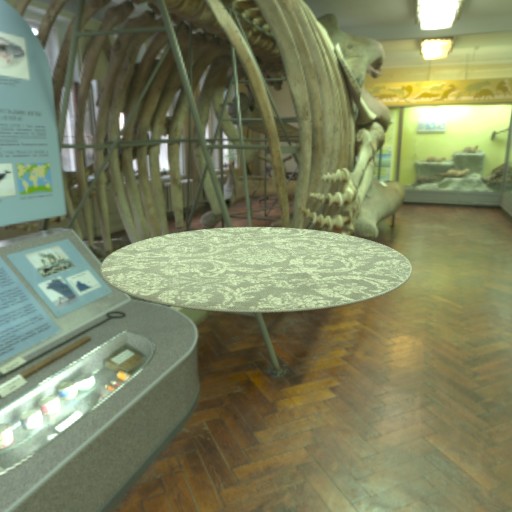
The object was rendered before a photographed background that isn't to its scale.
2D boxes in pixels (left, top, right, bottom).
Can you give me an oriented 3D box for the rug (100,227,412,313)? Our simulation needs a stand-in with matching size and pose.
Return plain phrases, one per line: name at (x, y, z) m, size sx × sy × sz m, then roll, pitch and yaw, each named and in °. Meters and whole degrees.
rug at (0.000, 0.000, 2.386) m, size 1.593 × 0.012 × 1.593 m, roll 0°, pitch 15°, yaw 0°
